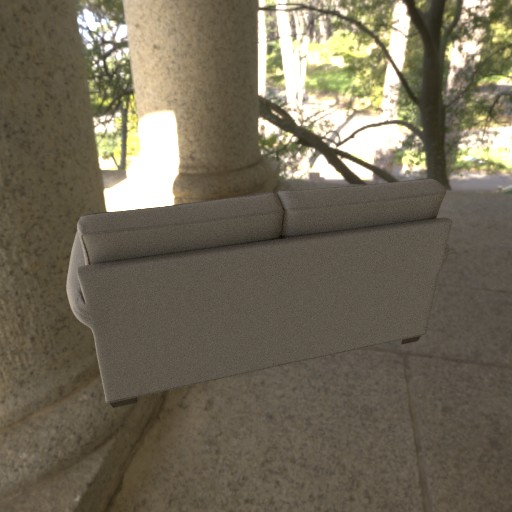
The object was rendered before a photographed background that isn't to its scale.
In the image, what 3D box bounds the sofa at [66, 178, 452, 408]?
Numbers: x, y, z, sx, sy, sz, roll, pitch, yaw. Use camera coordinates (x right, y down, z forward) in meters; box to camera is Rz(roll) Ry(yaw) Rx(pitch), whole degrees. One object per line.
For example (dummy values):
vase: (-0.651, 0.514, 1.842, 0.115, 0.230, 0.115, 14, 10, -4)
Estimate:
sofa: (0.000, 0.000, 2.470, 1.930, 0.952, 0.940, -8, 28, -16)
